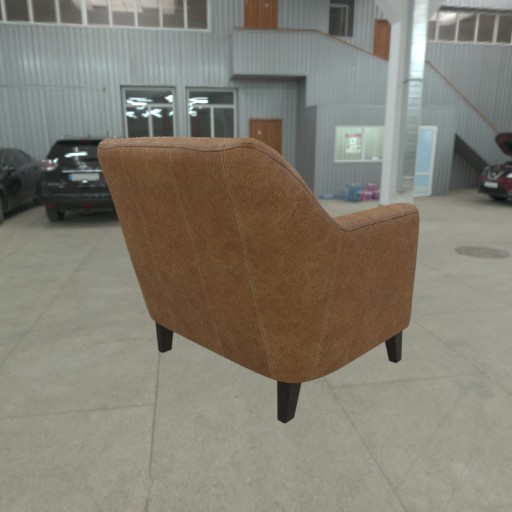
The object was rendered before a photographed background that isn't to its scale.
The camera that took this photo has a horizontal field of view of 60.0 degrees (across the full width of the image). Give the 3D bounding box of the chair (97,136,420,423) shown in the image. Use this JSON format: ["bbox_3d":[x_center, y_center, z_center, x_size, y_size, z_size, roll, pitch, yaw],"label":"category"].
[{"bbox_3d":[0.000,0.000,1.897,1.037,0.980,1.034,14,20,43],"label":"chair"}]
